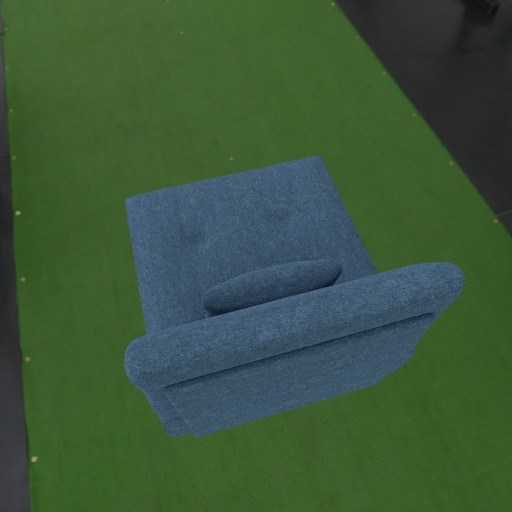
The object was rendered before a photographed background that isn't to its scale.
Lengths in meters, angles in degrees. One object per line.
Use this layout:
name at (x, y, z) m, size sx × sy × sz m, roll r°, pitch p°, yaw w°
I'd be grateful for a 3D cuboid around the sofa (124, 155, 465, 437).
sofa at (0.000, 0.000, 1.661) m, size 0.930 × 0.820 × 1.000 m, roll -14°, pitch 60°, yaw -8°
